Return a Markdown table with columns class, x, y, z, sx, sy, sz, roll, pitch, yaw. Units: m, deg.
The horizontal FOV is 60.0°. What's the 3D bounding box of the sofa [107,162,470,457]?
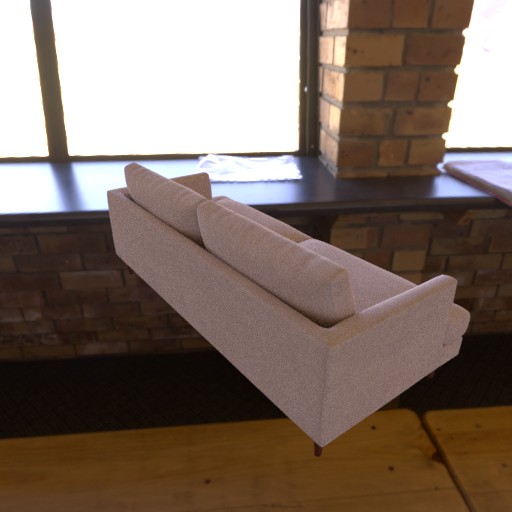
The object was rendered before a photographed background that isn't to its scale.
| class | x | y | z | sx | sy | sz | roll | pitch | yaw |
| --- | --- | --- | --- | --- | --- | --- | --- | --- | --- |
| sofa | 0.000 | 0.000 | 2.728 | 1.020 | 0.868 | 2.250 | -18 | 32 | -32 |
